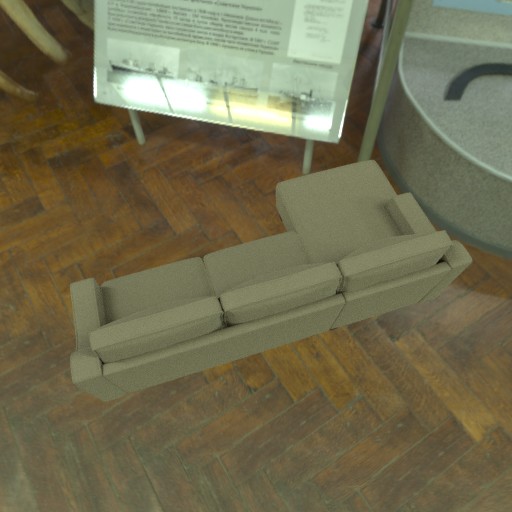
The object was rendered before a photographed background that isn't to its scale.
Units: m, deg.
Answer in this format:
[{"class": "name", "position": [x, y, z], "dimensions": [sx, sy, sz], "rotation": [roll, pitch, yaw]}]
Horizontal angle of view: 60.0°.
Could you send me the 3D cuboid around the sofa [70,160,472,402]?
[{"class": "sofa", "position": [0.000, 0.000, 3.223], "dimensions": [2.561, 0.928, 1.294], "rotation": [-16, 59, -9]}]
